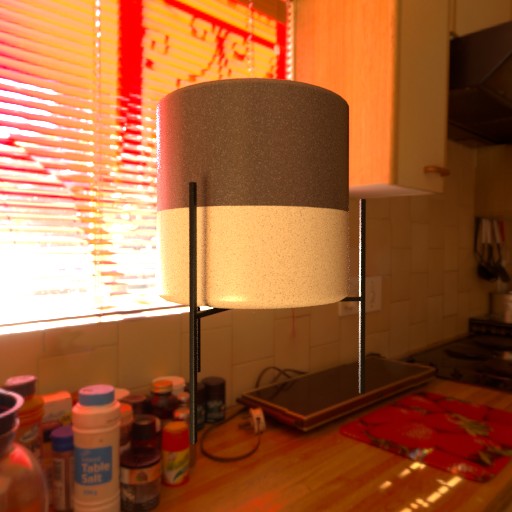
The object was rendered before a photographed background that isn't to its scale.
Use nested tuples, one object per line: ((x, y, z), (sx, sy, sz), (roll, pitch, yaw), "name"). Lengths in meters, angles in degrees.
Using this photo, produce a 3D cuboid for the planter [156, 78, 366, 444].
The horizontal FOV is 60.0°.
((0.000, 0.000, 0.534), (0.250, 0.353, 0.260), (0, 1, 17), "planter")
